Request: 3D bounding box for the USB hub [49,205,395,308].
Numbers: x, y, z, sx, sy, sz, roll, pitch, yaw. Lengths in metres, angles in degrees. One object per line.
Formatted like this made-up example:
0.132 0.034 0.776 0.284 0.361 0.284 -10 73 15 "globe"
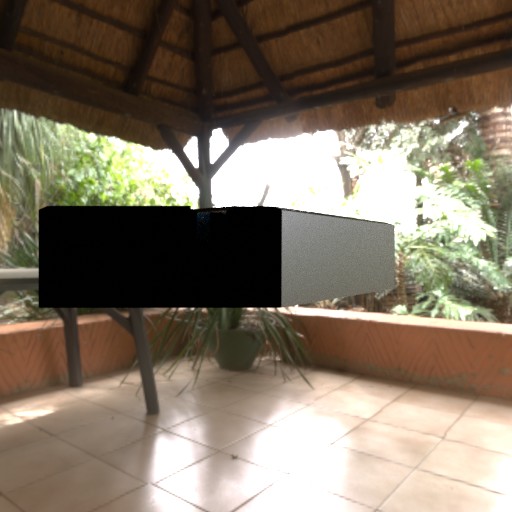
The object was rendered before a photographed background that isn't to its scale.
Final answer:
0.000 0.000 0.129 0.044 0.023 0.110 0 0 38 "USB hub"
